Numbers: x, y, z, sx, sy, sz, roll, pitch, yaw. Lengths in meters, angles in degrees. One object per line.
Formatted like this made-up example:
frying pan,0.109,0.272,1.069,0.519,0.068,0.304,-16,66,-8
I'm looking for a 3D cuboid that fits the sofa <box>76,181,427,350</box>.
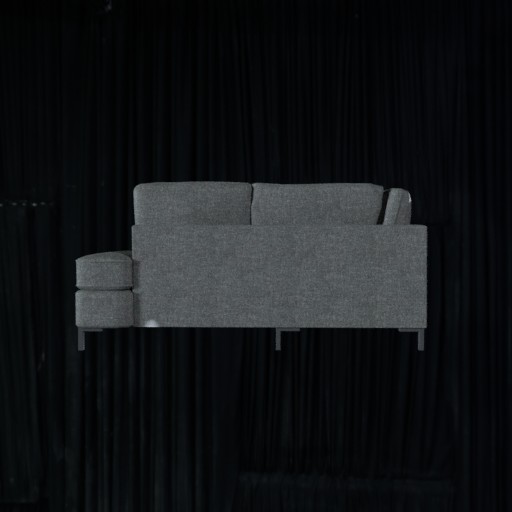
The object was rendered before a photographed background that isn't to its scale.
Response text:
sofa,0.000,0.000,4.242,2.048,0.999,3.423,0,2,1
